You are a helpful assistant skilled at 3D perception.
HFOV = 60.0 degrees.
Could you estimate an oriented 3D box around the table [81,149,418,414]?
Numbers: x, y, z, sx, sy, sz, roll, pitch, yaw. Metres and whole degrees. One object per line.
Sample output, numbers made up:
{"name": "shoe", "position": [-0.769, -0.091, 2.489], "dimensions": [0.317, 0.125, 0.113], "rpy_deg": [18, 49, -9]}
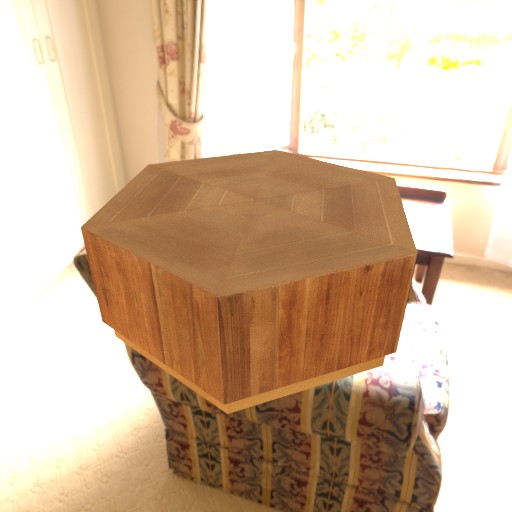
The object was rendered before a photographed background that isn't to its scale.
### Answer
{"name": "table", "position": [0.000, 0.000, 1.655], "dimensions": [1.154, 0.456, 1.000], "rpy_deg": [-11, 33, -18]}
